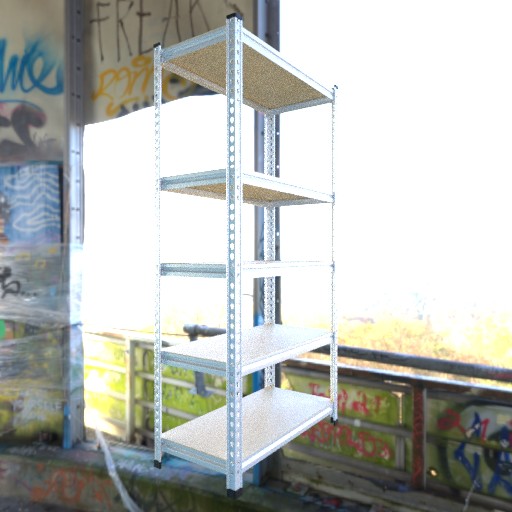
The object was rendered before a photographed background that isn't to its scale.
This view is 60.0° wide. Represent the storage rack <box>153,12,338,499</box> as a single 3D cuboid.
[{"bbox_3d":[0.000,0.000,2.165,0.457,1.829,0.914,0,0,35],"label":"storage rack"}]
